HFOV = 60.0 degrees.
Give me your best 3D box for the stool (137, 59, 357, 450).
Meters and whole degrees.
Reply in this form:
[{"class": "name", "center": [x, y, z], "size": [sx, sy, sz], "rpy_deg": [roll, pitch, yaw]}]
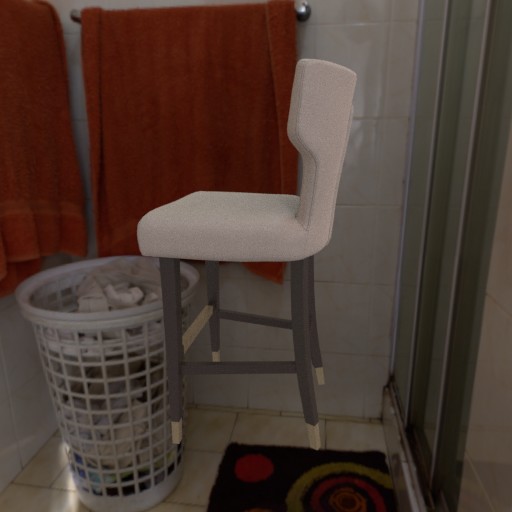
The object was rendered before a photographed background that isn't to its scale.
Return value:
[{"class": "stool", "center": [0.000, 0.000, 1.411], "size": [0.563, 1.092, 0.526], "rpy_deg": [3, 16, 10]}]
